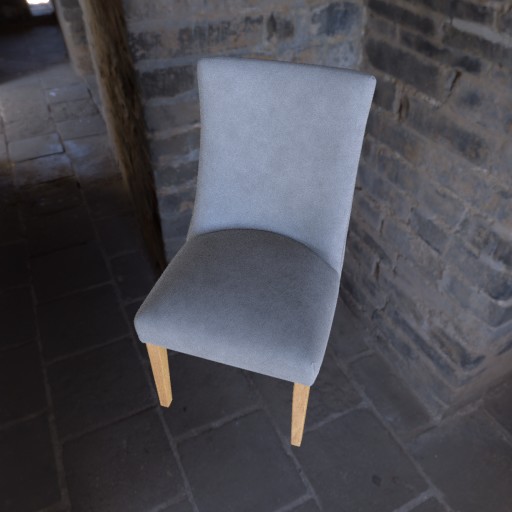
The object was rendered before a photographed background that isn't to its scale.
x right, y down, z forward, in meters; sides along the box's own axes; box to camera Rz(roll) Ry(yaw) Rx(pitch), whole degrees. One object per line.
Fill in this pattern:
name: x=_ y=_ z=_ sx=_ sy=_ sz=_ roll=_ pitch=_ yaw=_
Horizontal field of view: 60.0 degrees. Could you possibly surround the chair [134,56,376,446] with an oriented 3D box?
chair: x=0.000 y=0.000 z=1.264 sx=0.495 sy=0.902 sz=0.610 roll=12 pitch=43 yaw=13
